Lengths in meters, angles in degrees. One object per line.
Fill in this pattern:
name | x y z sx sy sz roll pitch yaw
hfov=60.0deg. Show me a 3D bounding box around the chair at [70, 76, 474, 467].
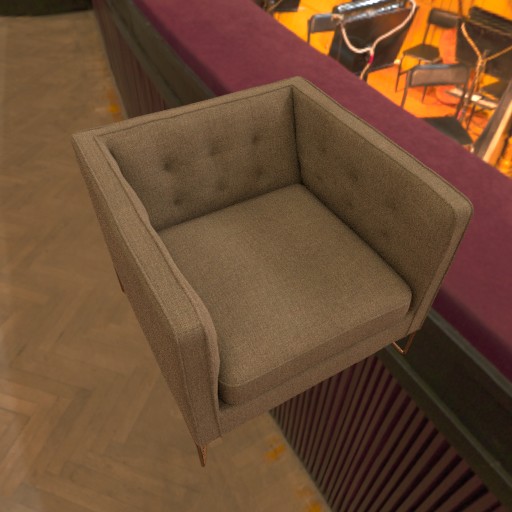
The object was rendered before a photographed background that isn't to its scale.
chair | 0.000 0.000 1.596 0.920 0.799 0.912 -22 50 -20
